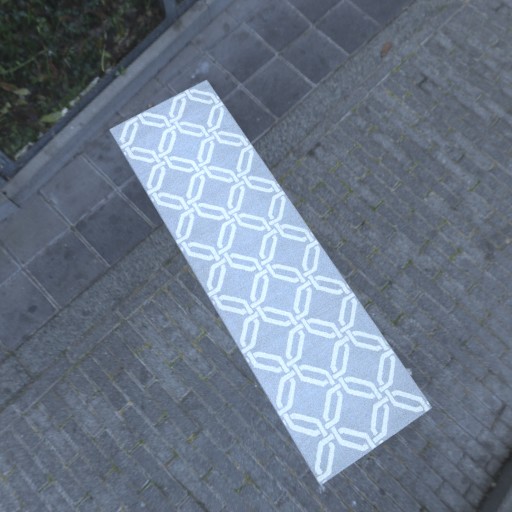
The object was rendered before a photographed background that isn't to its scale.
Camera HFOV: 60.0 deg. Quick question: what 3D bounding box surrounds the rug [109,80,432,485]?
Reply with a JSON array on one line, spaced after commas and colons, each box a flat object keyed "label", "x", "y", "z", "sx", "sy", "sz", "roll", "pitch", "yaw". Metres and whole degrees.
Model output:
[{"label": "rug", "x": 0.000, "y": 0.000, "z": 2.444, "sx": 0.678, "sy": 0.014, "sz": 2.276, "roll": -31, "pitch": 76, "yaw": -8}]
